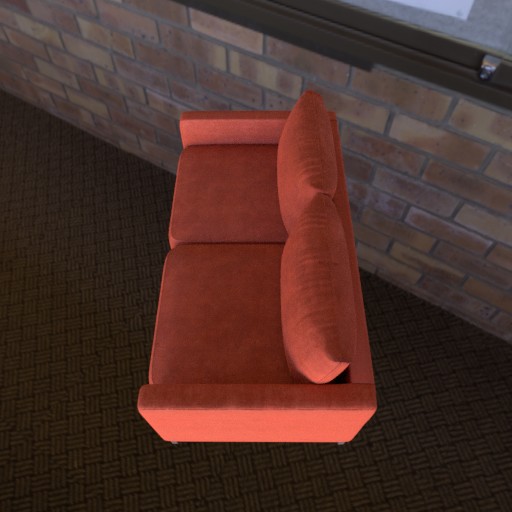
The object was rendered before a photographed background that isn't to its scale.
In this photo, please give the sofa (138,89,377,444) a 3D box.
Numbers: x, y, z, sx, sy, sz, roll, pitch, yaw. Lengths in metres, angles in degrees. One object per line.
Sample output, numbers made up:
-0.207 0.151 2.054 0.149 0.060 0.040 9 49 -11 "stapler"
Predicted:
0.000 0.000 2.127 0.864 0.896 1.574 0 57 0 "sofa"
